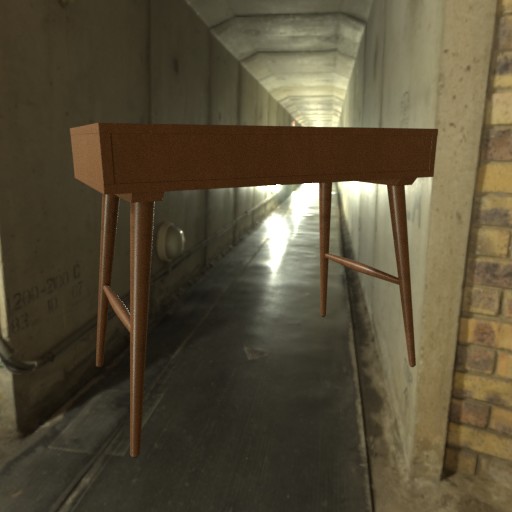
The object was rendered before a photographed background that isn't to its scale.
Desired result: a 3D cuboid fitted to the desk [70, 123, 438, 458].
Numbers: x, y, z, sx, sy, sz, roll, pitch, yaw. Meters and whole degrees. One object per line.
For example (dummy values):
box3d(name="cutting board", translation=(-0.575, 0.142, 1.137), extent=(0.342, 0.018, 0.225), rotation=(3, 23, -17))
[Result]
box3d(name="desk", translation=(0.000, 0.000, 1.372), extent=(0.949, 0.758, 0.510), rotation=(-8, 16, -27))
